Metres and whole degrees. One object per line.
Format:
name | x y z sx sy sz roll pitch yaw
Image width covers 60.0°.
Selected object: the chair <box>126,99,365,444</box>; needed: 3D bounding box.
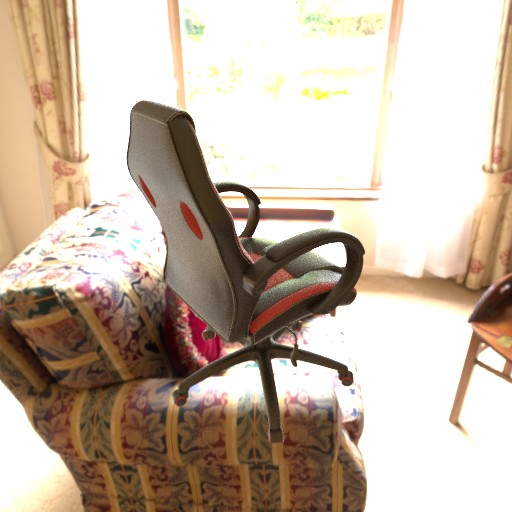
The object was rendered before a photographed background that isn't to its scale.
chair | 0.000 0.000 1.715 0.783 1.189 0.750 -18 32 -31
